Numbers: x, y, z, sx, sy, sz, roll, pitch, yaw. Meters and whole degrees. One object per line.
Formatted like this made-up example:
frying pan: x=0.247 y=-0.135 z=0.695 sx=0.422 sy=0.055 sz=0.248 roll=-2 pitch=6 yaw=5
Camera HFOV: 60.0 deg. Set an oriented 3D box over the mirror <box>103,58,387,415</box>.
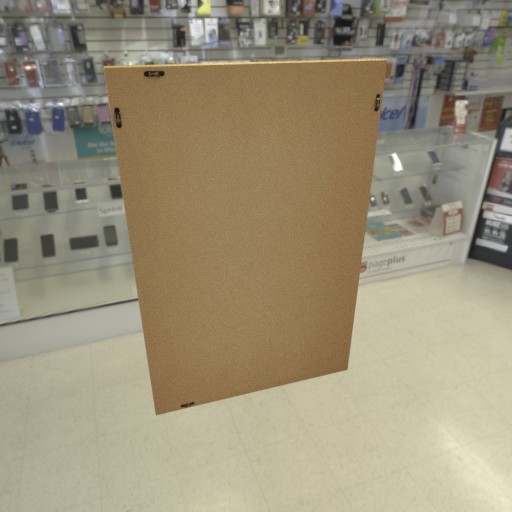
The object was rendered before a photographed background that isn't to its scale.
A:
mirror: x=0.000 y=0.000 z=1.141 sx=0.609 sy=0.915 sz=0.040 roll=-9 pitch=29 yaw=-16
